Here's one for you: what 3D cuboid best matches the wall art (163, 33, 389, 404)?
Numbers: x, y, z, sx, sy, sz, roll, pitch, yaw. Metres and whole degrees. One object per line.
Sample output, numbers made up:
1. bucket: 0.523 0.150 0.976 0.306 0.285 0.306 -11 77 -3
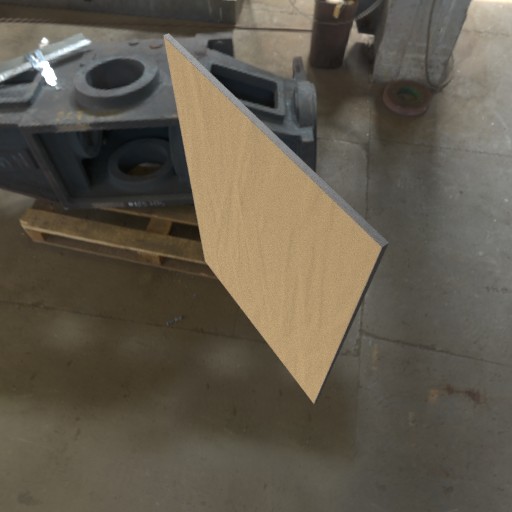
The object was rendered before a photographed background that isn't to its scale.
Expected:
1. wall art: 0.000 0.000 1.450 0.016 1.116 0.810 -31 63 -18
